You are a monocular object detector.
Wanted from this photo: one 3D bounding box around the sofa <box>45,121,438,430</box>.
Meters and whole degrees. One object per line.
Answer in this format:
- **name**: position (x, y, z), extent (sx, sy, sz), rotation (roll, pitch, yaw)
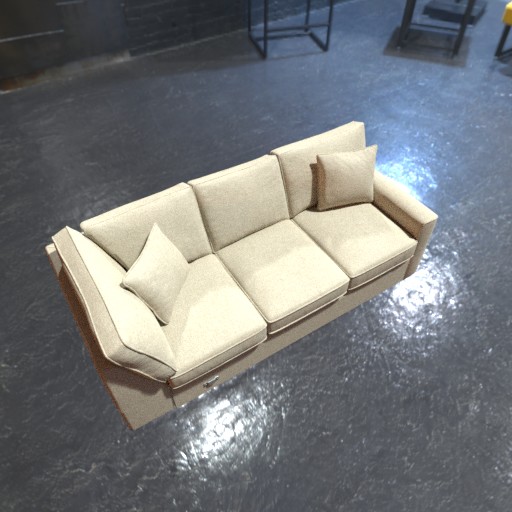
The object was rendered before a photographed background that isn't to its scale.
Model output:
- **sofa**: position (0.000, 0.000, 2.952), extent (2.323, 0.948, 1.053), rotation (-25, 52, -21)
